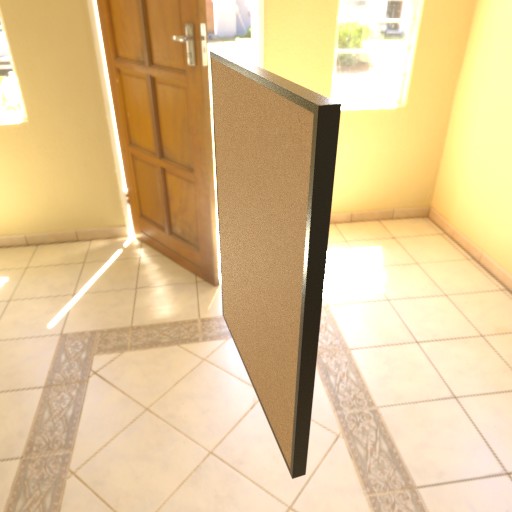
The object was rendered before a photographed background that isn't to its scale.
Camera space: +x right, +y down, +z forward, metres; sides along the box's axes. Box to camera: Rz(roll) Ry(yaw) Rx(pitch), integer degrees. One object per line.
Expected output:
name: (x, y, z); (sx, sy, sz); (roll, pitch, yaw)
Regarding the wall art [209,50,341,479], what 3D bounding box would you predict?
wall art: (0.000, 0.000, 1.334); (0.043, 1.046, 0.788); (-10, 33, -16)
